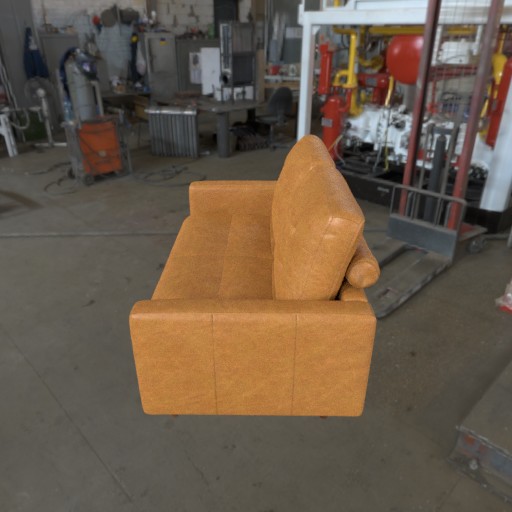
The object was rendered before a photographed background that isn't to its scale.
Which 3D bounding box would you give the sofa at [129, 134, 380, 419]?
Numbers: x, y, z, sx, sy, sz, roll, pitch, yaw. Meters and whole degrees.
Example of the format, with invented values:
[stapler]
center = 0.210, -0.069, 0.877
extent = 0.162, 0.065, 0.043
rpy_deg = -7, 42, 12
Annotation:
[sofa]
center = 0.000, 0.000, 2.092
extent = 0.868, 0.898, 1.430
rpy_deg = 0, 27, 1
